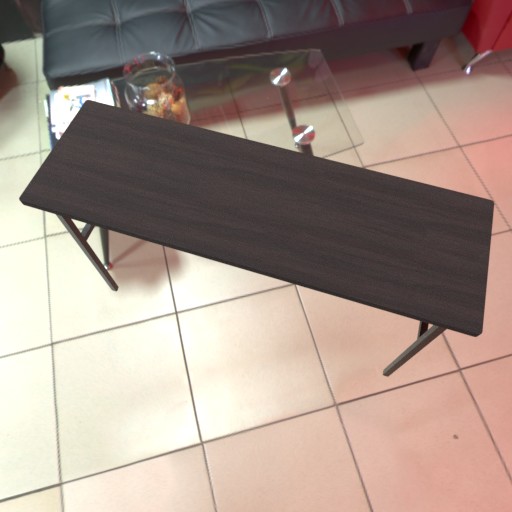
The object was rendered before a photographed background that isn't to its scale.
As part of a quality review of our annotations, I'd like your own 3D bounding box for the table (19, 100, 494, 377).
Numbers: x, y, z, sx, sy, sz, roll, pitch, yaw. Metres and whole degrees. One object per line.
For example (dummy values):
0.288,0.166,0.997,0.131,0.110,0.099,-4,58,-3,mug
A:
0.000,0.000,1.698,1.399,0.750,0.449,16,64,8,table
